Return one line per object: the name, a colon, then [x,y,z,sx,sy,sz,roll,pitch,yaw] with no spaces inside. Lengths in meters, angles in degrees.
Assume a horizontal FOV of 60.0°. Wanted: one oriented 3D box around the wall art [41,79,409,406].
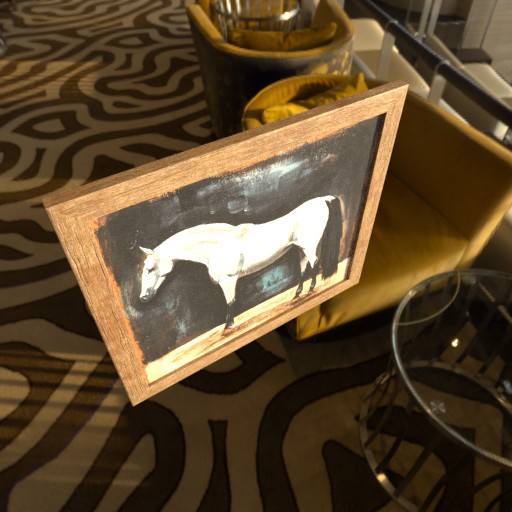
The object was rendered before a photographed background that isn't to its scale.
wall art: [0.000,0.000,0.945,0.690,0.588,0.026,-25,51,-22]
